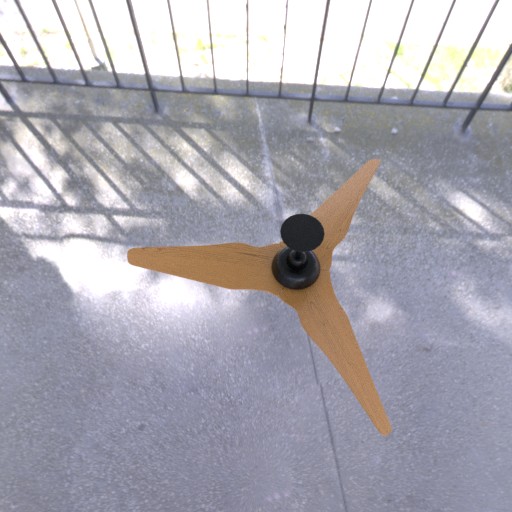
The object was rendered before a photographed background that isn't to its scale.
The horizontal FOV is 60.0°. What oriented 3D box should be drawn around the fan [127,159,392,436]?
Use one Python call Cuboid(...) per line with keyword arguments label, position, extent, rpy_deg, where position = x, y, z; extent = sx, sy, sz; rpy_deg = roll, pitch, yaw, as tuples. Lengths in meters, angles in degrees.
Cuboid(label="fan", position=(0.000, 0.000, 1.611), extent=(1.010, 0.355, 1.142), rpy_deg=(3, 63, 2))
